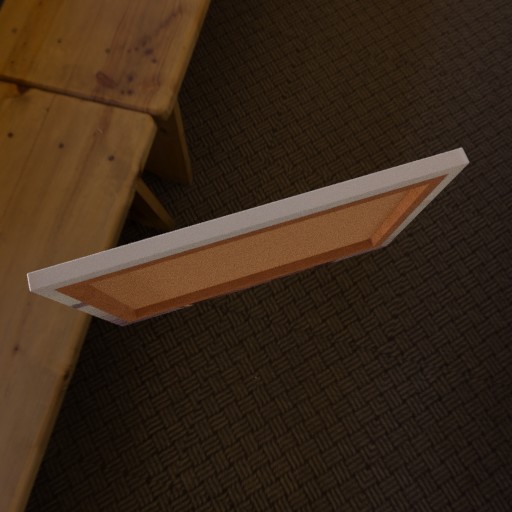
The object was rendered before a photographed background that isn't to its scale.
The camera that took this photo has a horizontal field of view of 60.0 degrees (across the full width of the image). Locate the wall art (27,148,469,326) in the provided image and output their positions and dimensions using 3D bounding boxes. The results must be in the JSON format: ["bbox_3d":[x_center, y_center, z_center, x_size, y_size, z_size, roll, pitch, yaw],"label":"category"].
[{"bbox_3d":[0.000,0.000,1.180,0.916,0.609,0.037,-17,75,-4],"label":"wall art"}]
